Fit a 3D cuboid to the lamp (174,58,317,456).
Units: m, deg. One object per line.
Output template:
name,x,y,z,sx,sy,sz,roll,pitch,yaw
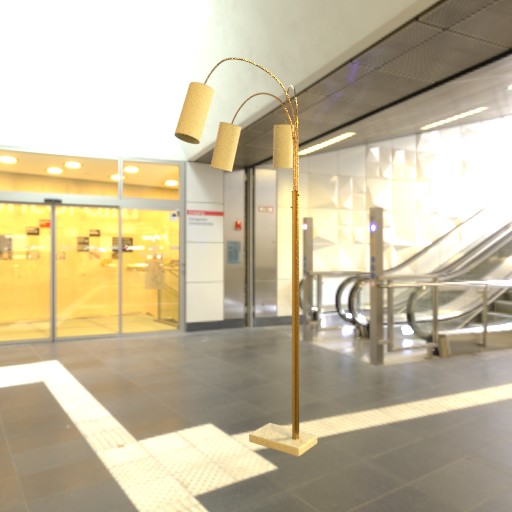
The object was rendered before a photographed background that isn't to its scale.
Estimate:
lamp,0.000,0.000,2.531,0.667,2.055,1.020,0,0,36
